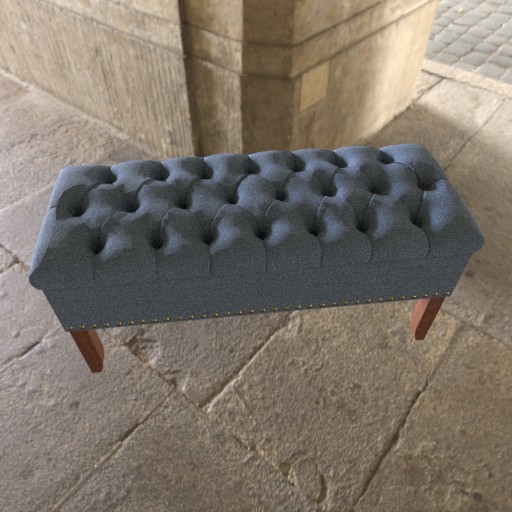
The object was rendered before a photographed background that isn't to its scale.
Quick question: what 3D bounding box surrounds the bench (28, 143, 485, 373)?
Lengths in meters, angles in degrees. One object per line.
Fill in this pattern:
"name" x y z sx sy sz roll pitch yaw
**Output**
"bench" 0.000 0.000 1.290 1.052 0.492 0.417 -5 47 -4
